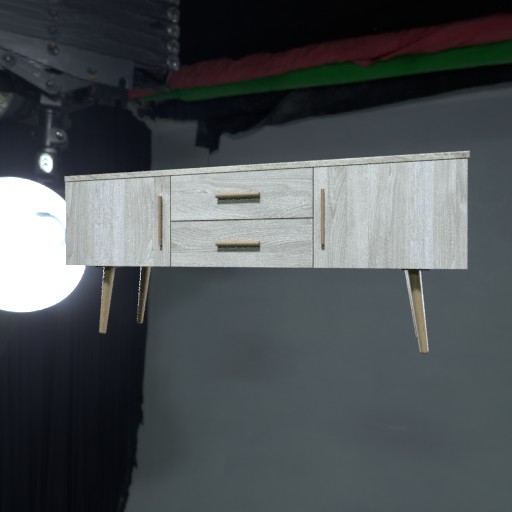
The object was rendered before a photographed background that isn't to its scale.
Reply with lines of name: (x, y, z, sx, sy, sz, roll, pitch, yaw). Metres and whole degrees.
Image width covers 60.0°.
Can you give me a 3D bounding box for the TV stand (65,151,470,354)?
TV stand: (0.000, 0.000, 1.557, 1.313, 0.565, 0.401, 0, 0, 17)
